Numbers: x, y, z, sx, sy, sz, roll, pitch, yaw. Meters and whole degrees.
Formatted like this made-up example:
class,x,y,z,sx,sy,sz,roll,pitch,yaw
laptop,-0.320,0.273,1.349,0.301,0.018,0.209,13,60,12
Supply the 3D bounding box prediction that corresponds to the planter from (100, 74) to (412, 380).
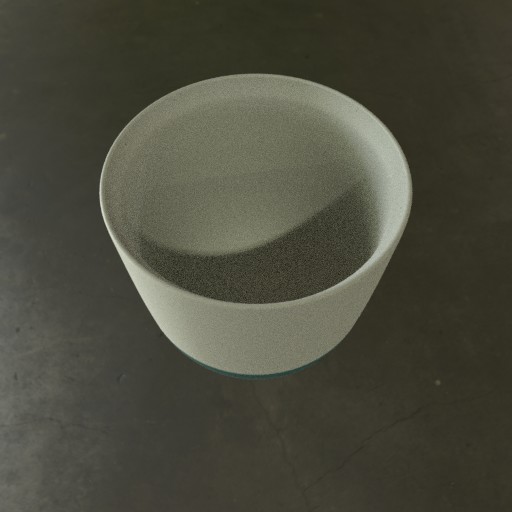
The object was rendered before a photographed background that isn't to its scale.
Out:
class,x,y,z,sx,sy,sz,roll,pitch,yaw
planter,0.000,0.000,0.383,0.204,0.214,0.204,0,58,0
